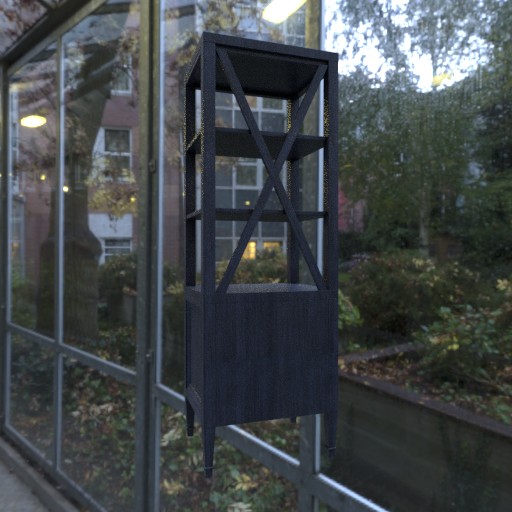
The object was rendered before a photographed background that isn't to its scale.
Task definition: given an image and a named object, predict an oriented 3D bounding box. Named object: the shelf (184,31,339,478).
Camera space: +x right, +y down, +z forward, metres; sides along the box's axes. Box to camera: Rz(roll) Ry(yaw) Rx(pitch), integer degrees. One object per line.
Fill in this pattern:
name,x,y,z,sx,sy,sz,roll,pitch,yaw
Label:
shelf,0.000,0.000,2.021,0.584,1.727,0.472,0,0,-18
